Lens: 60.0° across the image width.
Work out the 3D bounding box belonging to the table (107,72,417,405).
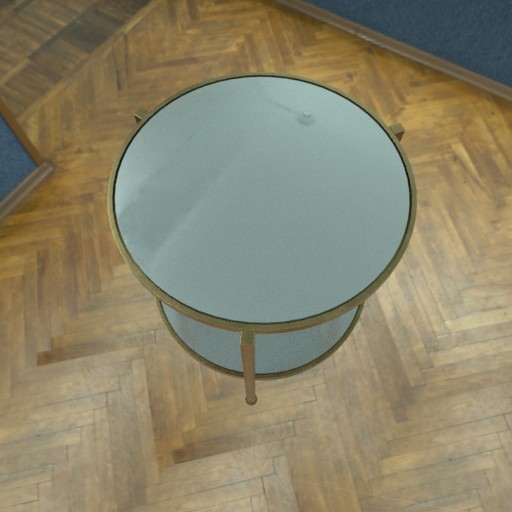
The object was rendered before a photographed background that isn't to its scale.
[{"bbox_3d":[0.000,0.000,0.457,0.243,0.269,0.231,32,68,14],"label":"table"}]
